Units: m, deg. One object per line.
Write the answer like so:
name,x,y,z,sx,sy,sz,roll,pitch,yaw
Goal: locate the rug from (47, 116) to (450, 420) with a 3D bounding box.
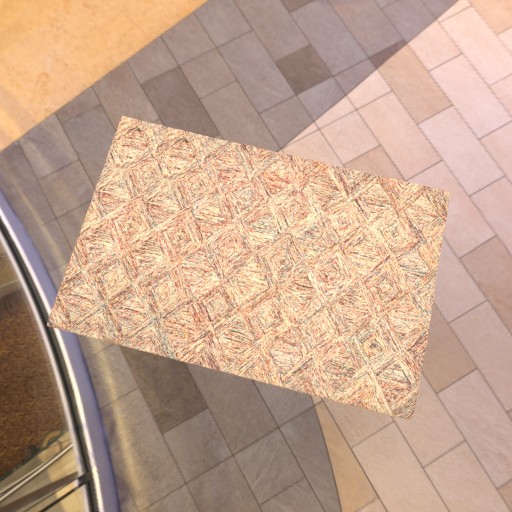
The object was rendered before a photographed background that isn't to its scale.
rug,0.000,0.000,2.176,1.761,0.014,1.143,14,77,3
